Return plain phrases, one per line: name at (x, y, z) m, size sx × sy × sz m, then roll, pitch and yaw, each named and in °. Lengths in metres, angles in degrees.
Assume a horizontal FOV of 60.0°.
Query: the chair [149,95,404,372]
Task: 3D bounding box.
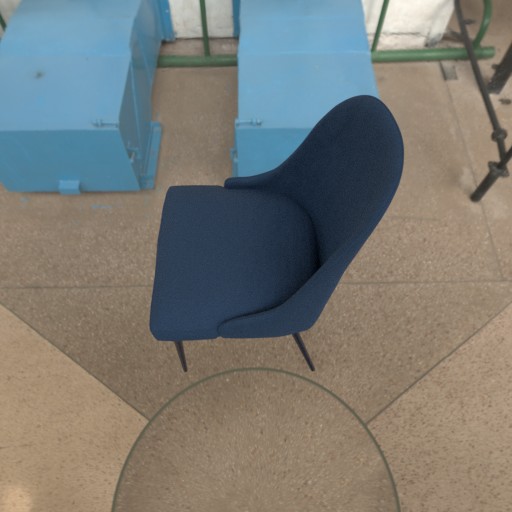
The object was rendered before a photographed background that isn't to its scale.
chair at (0.000, 0.000, 1.231) m, size 0.559 × 0.896 × 0.478 m, roll 0°, pitch 60°, yaw 0°
